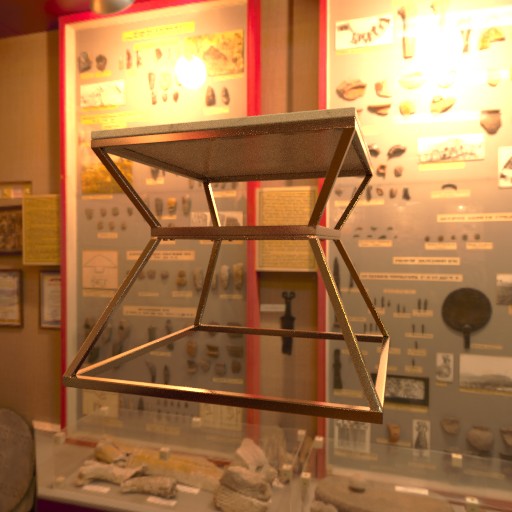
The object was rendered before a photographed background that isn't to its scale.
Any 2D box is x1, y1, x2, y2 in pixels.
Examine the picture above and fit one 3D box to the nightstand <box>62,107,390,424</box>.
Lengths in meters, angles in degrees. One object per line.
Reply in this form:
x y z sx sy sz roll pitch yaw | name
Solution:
0.000 0.000 0.899 0.514 0.426 0.513 0 2 18 | nightstand
